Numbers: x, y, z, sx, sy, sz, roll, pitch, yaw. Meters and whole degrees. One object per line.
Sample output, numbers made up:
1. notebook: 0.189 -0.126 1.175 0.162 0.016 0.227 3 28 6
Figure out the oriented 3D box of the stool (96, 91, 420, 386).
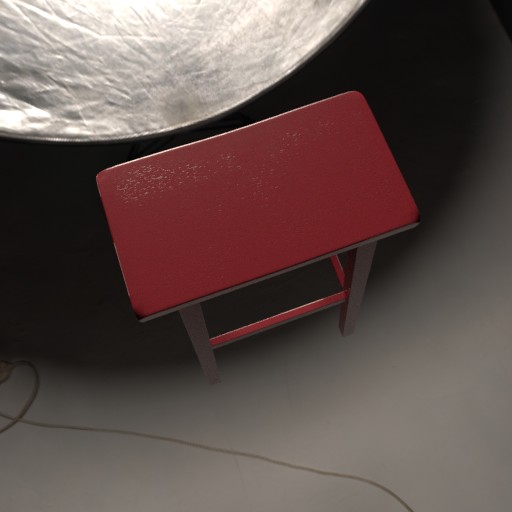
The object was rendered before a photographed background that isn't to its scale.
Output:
1. stool: 0.000 0.000 1.028 0.457 0.737 0.476 -19 76 -5
